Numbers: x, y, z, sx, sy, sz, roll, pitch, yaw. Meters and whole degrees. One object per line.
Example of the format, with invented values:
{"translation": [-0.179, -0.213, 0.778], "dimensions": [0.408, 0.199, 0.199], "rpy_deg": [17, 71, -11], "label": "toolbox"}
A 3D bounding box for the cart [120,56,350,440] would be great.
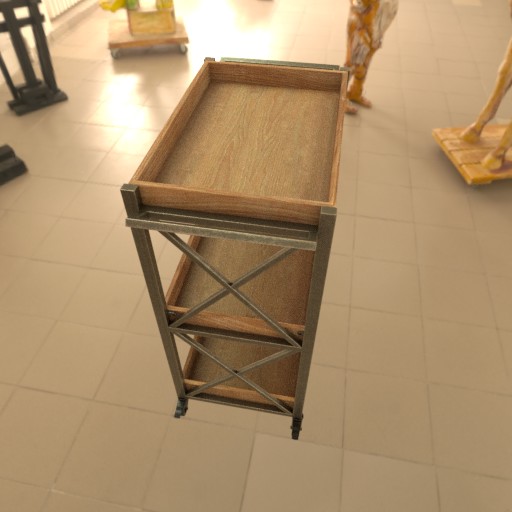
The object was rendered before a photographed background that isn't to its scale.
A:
{"translation": [0.000, 0.000, 1.225], "dimensions": [0.377, 0.835, 0.673], "rpy_deg": [8, 47, 7], "label": "cart"}
